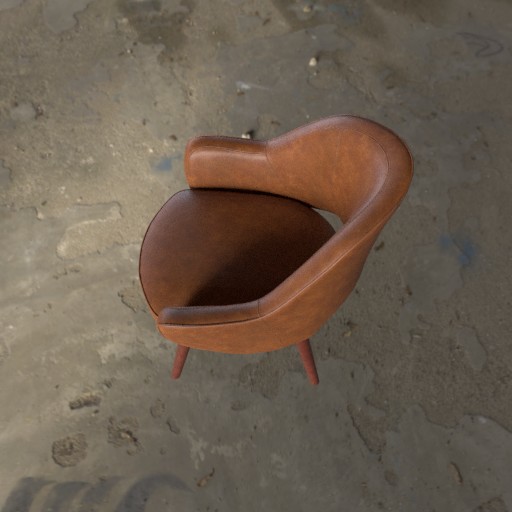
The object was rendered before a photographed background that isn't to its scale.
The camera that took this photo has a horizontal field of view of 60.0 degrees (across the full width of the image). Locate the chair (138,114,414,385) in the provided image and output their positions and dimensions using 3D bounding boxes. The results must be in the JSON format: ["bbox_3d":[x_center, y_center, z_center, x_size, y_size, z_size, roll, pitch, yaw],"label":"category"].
[{"bbox_3d":[0.000,0.000,1.232,0.640,0.777,0.591,2,57,1],"label":"chair"}]
